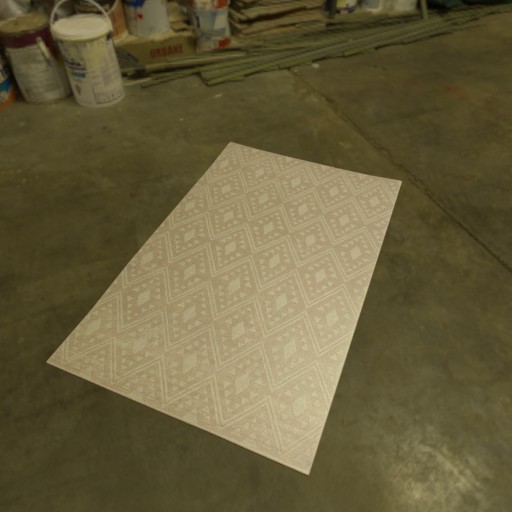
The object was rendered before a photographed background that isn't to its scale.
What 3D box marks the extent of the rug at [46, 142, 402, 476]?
[{"bbox_3d":[0.000,0.000,3.046,1.553,0.053,2.430,17,49,16],"label":"rug"}]
